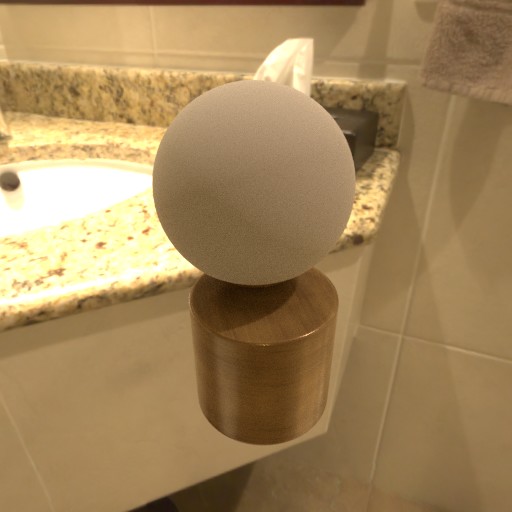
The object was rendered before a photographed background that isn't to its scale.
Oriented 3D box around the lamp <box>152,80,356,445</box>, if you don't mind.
[{"bbox_3d":[0.000,0.000,0.339,0.141,0.250,0.152,-8,32,-13],"label":"lamp"}]
